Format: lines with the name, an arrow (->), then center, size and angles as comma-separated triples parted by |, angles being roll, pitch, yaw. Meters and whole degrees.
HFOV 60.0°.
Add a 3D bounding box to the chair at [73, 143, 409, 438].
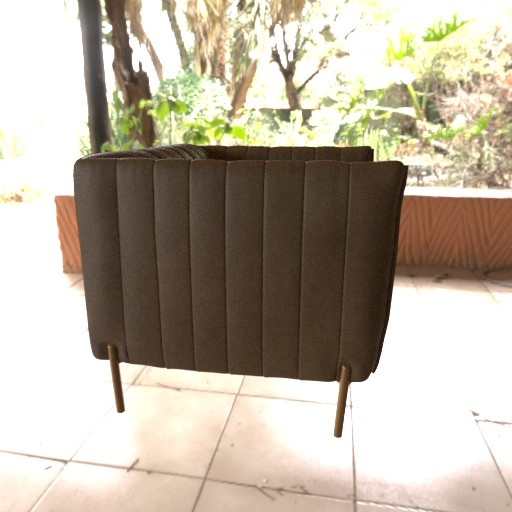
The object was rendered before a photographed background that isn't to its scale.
chair -> 0.000, 0.000, 1.634 | 0.876, 0.779, 0.981 | 3, 16, 9
